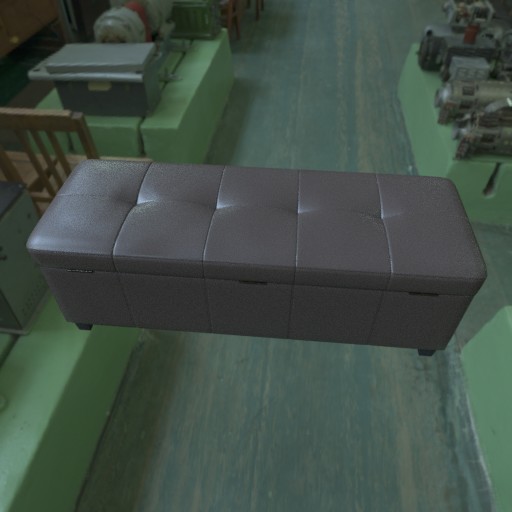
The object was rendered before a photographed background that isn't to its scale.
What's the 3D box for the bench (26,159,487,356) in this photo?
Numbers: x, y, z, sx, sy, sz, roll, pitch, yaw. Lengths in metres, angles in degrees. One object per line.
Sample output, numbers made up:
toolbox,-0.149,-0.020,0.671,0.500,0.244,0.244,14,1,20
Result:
bench,0.000,0.000,1.423,1.219,0.417,0.450,4,45,4
